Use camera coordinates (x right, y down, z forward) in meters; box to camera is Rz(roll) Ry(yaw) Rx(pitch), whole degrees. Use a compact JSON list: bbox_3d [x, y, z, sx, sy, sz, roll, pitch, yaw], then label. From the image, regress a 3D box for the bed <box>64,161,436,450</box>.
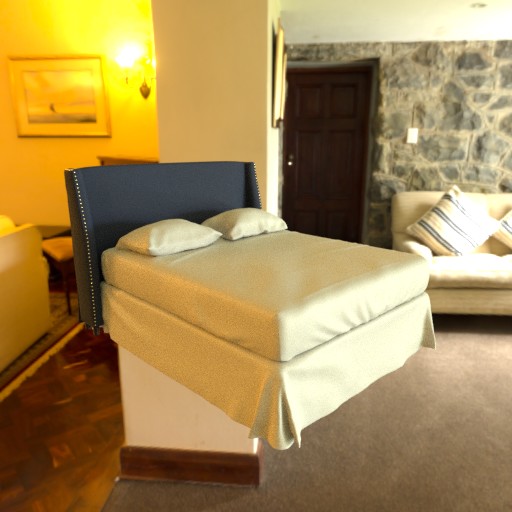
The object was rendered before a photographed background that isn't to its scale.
[{"bbox_3d":[0.000,0.000,3.389,1.925,1.332,2.276,-14,20,-43],"label":"bed"}]
